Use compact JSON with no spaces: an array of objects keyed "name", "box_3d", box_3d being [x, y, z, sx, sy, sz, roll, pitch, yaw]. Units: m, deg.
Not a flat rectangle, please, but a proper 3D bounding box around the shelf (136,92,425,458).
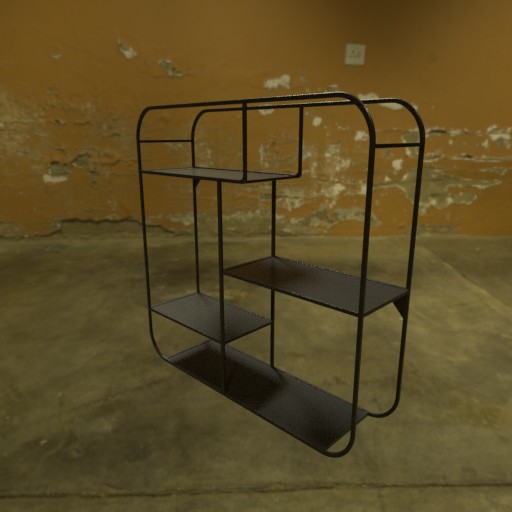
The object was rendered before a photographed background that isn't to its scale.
[{"name":"shelf","box_3d":[0.000,0.000,0.917,0.600,0.600,0.160,14,21,42]}]
